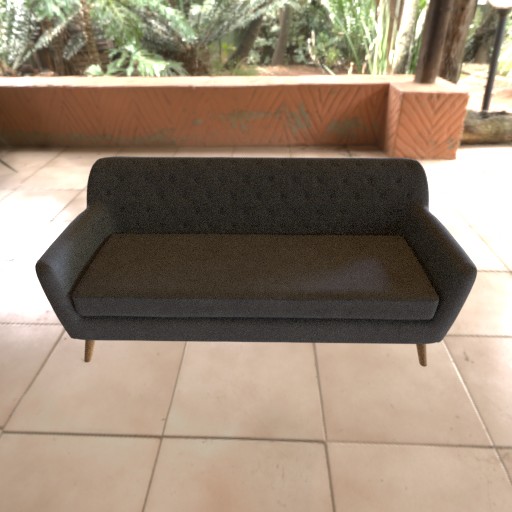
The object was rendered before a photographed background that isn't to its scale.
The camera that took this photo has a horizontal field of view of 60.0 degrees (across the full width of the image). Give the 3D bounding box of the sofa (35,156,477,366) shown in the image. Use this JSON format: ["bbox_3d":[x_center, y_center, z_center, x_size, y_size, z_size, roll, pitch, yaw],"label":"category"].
[{"bbox_3d":[0.000,0.000,2.355,1.970,0.830,0.830,0,30,1],"label":"sofa"}]
